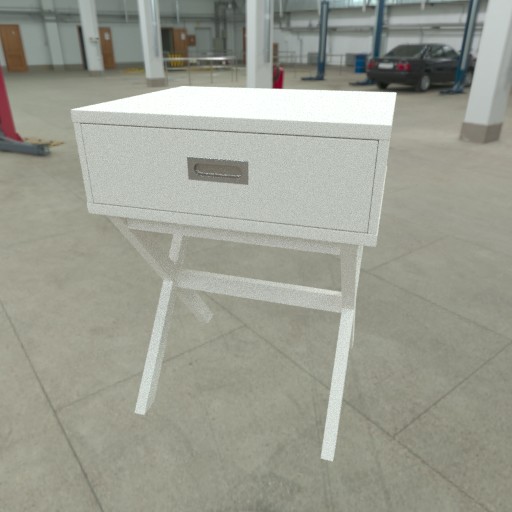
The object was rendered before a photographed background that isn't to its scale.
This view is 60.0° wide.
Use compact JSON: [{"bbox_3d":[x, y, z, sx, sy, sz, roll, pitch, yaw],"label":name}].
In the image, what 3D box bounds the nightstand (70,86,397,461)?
[{"bbox_3d":[0.000,0.000,0.931,0.479,0.623,0.402,8,27,15],"label":"nightstand"}]
